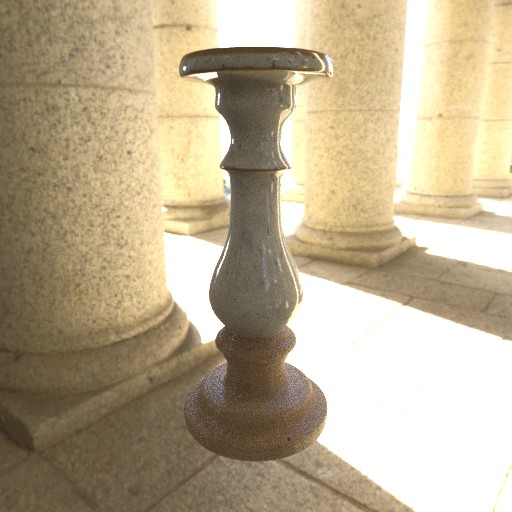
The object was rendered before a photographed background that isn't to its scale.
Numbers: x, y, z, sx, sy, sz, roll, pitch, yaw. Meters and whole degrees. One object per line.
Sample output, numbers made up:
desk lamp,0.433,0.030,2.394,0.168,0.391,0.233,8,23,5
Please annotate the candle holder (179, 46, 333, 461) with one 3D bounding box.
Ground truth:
candle holder,0.000,0.000,0.247,0.088,0.203,0.088,0,16,0
